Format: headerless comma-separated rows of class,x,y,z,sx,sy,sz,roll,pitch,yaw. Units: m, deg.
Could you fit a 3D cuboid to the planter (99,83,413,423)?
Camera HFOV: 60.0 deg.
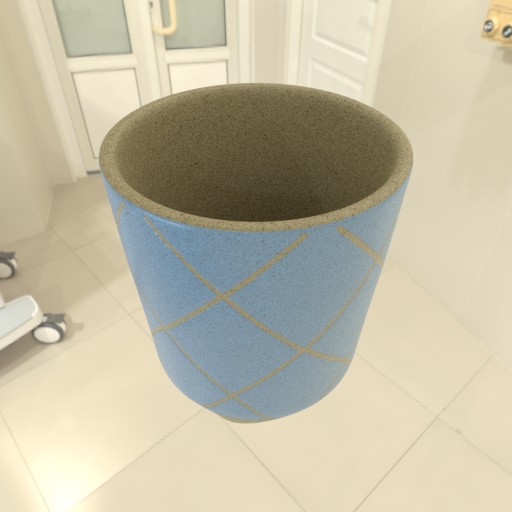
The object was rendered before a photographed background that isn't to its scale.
planter,0.000,0.000,0.406,0.227,0.235,0.227,0,41,0
